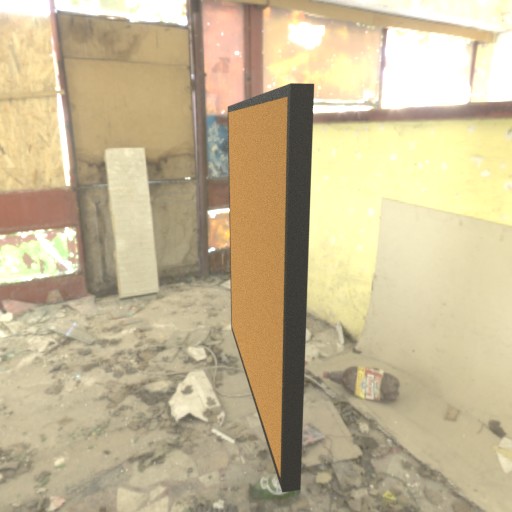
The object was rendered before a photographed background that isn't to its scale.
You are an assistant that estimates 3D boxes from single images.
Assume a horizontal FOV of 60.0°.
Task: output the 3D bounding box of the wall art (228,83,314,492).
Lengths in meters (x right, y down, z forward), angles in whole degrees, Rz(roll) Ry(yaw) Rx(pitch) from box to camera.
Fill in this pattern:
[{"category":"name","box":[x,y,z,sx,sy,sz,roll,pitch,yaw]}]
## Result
[{"category":"wall art","box":[0.000,0.000,1.140,0.038,0.763,0.763,-3,16,-10]}]
